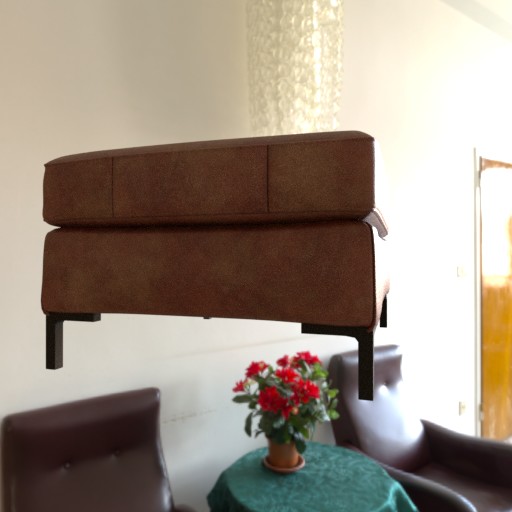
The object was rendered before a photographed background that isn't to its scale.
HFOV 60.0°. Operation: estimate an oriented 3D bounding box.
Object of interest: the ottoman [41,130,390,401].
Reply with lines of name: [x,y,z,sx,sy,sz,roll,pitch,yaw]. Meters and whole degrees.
ottoman: [0.000,0.000,1.698,0.965,0.667,1.186,0,0,18]
